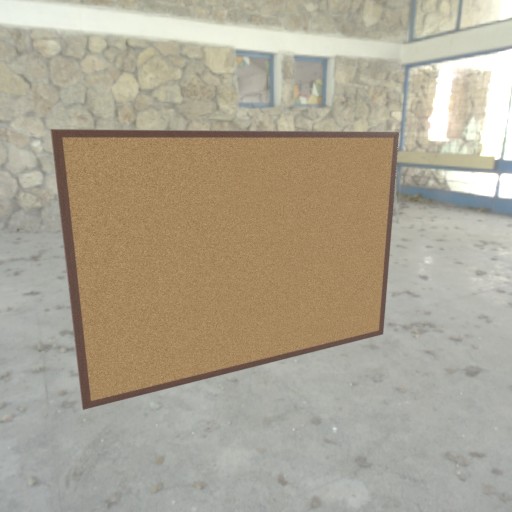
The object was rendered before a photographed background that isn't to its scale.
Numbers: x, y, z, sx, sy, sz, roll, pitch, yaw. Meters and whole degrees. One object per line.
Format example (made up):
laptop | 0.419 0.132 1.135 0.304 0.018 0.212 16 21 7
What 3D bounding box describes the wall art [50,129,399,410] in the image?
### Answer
wall art | 0.000 0.000 0.837 0.660 0.455 0.014 -7 17 -26
